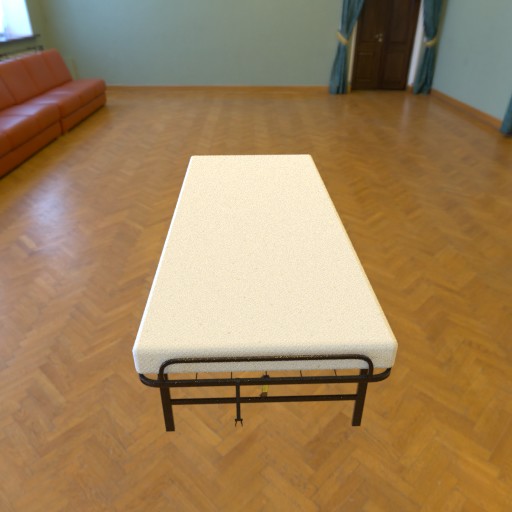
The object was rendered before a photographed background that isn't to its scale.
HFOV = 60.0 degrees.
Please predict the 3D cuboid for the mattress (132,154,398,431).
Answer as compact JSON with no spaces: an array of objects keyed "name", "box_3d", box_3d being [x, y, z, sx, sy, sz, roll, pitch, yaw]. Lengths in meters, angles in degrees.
[{"name":"mattress","box_3d":[0.000,0.000,2.478,0.922,0.519,2.153,-1,30,-2]}]
